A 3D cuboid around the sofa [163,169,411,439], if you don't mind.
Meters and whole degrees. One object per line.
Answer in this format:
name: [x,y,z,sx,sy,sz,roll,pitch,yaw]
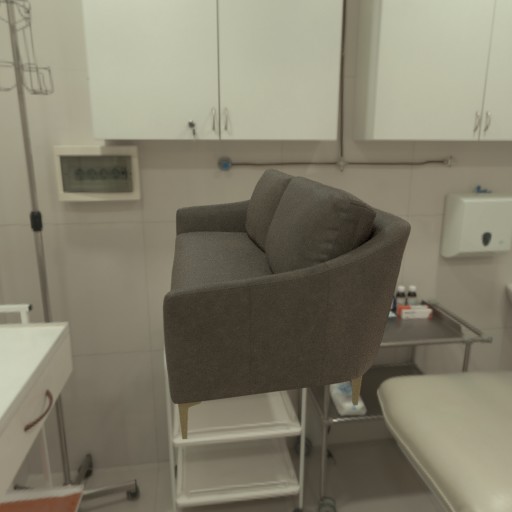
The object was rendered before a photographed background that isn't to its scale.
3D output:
sofa: [0.000,0.000,2.543,0.960,0.902,2.036,-2,15,-8]
